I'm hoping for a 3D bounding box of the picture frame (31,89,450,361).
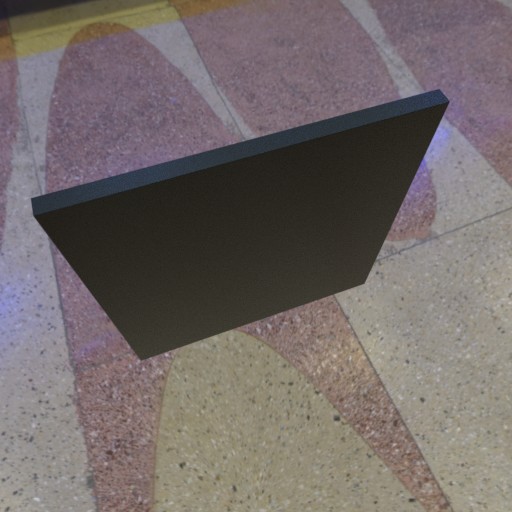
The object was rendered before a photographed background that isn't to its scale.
[{"bbox_3d":[0.000,0.000,0.808,0.559,0.557,0.029,-18,61,-10],"label":"picture frame"}]
